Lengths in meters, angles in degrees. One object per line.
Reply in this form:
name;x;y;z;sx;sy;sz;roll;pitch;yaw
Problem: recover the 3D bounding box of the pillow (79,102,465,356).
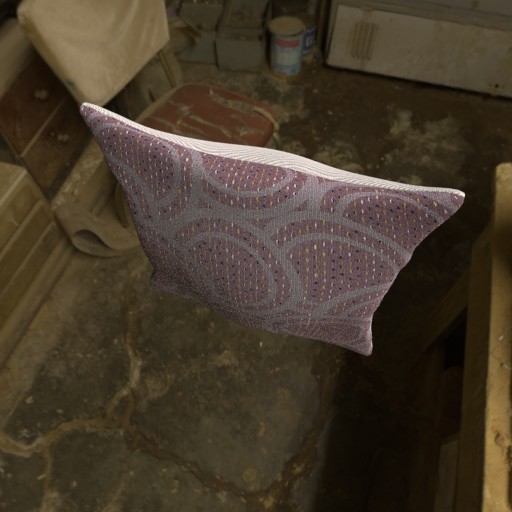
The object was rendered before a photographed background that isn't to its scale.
pillow;0.000;0.000;0.773;0.514;0.513;0.163;16;59;10
